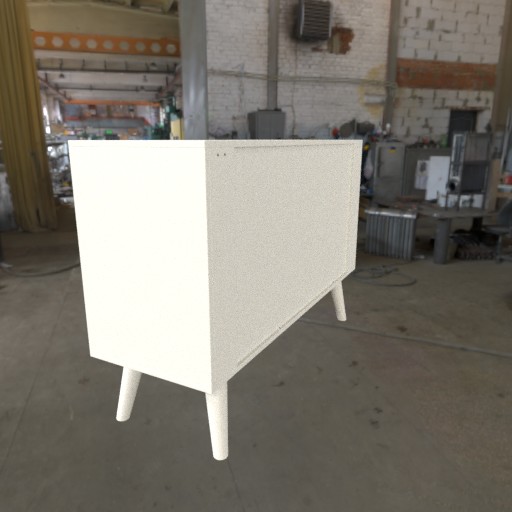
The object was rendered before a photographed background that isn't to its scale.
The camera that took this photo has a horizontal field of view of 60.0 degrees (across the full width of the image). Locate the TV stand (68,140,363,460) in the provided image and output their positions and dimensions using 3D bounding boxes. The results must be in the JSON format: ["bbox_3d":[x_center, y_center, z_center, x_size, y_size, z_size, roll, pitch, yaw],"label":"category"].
[{"bbox_3d":[0.000,0.000,1.605,0.406,0.812,1.193,8,17,27],"label":"TV stand"}]
